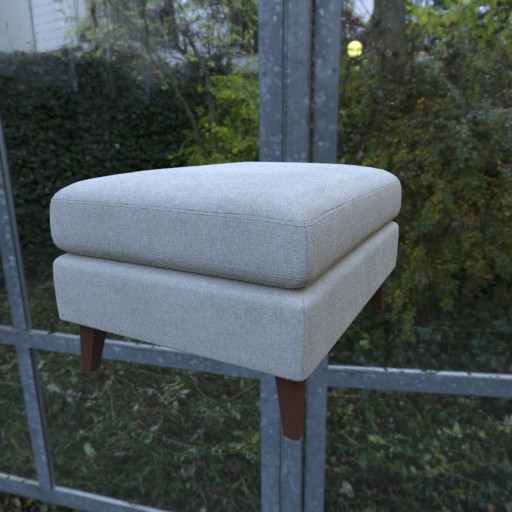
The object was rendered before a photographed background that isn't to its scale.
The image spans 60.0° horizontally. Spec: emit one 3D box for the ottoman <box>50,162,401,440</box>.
[{"bbox_3d":[0.000,0.000,1.202,0.610,0.478,0.823,8,16,27],"label":"ottoman"}]
